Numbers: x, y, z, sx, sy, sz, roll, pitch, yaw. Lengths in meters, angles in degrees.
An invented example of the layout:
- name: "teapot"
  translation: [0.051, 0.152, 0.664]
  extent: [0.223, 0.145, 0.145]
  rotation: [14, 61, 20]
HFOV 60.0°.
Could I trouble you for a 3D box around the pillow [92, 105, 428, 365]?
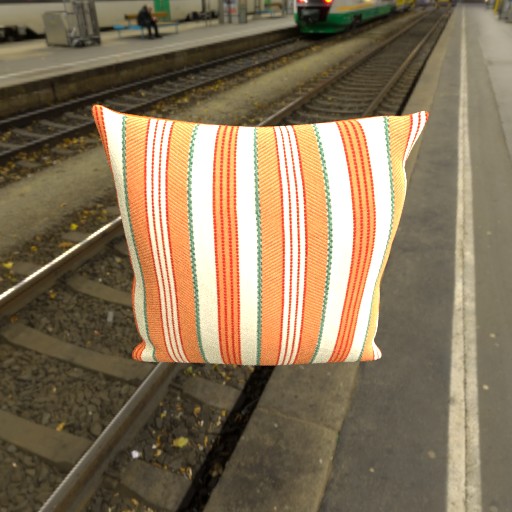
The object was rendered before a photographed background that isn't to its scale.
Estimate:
- name: "pillow"
  translation: [0.000, 0.000, 0.670]
  extent: [0.440, 0.441, 0.182]
  rotation: [0, 31, 1]
